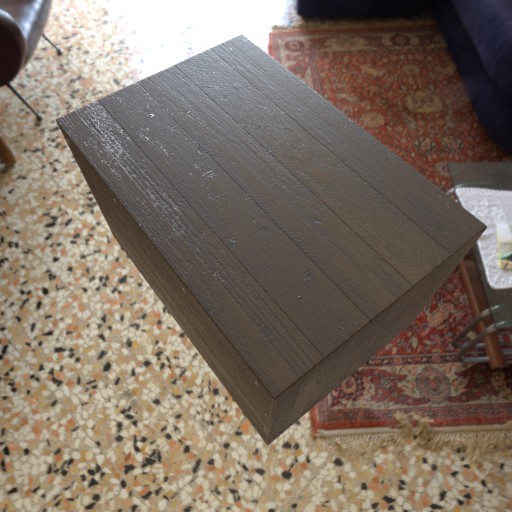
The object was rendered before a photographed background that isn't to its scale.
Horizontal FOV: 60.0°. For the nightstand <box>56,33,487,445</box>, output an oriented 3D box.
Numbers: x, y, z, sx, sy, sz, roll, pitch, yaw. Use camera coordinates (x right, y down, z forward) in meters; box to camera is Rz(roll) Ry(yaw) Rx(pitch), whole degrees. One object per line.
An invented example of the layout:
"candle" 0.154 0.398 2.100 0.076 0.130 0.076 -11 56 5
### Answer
"nightstand" 0.000 0.000 1.024 0.450 0.599 0.650 -34 65 -18
